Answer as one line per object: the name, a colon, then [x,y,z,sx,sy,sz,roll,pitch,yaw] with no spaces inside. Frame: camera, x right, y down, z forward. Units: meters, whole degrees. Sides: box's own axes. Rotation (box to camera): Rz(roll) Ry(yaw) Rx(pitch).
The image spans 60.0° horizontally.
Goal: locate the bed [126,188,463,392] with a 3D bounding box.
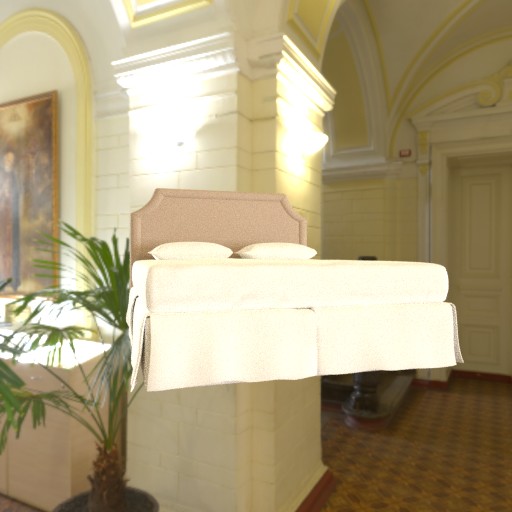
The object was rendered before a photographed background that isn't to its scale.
bed: [0.000,0.000,4.159,2.350,1.590,2.773,0,0,-17]
